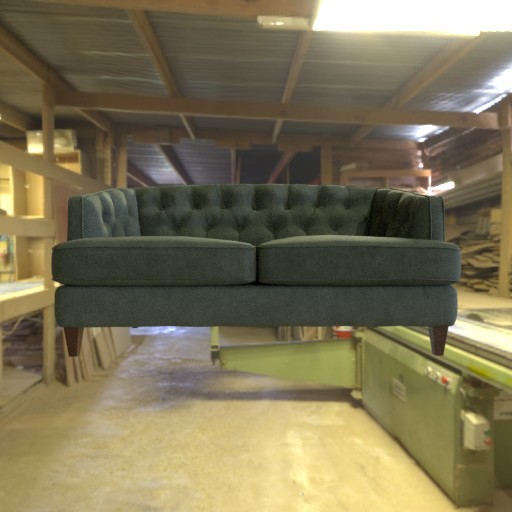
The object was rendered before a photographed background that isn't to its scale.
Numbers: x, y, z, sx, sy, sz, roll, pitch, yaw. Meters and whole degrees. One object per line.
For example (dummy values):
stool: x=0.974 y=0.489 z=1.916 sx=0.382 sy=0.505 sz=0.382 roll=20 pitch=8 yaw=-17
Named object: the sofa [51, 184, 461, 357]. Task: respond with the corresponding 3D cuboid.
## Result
sofa: x=0.000 y=0.000 z=2.274 sx=1.733 sy=0.855 sz=0.941 roll=0 pitch=1 yaw=-1
